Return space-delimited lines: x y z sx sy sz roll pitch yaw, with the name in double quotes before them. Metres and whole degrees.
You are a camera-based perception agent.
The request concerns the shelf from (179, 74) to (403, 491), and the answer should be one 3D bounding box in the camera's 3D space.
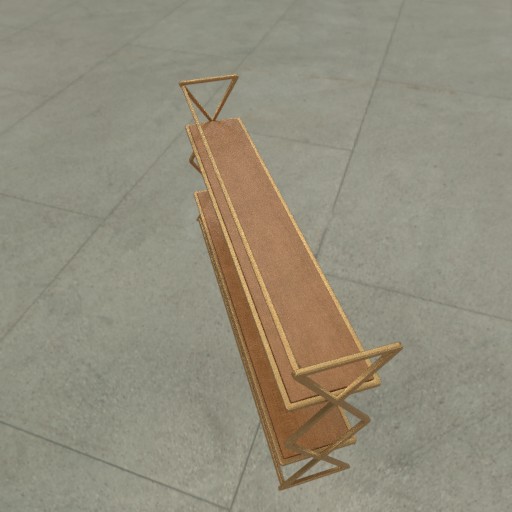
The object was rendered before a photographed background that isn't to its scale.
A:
"shelf" 0.000 0.000 0.982 0.150 0.450 0.822 -12 47 -11
